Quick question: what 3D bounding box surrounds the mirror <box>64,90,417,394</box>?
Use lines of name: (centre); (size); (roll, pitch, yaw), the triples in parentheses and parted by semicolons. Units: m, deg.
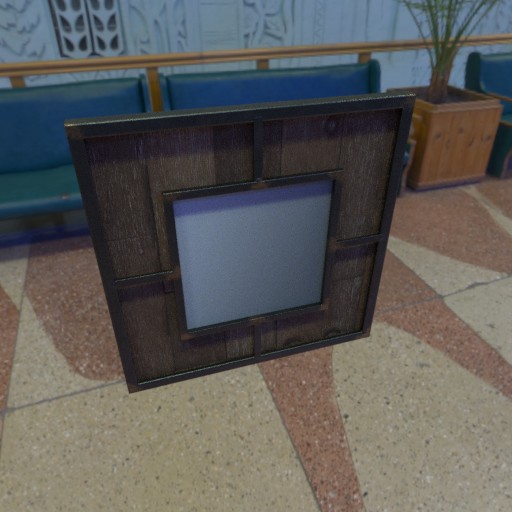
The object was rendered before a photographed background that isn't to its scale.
mirror: (0.000, 0.000, 0.573); (0.382, 0.381, 0.020); (-10, 35, -14)
